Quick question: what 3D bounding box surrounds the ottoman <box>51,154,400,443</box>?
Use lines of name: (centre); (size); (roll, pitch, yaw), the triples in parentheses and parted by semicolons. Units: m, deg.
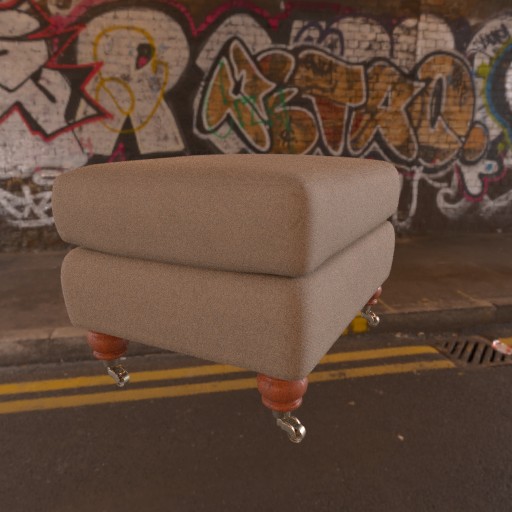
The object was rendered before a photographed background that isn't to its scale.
ottoman: (0.000, 0.000, 1.125); (0.569, 0.504, 0.773); (7, 15, 27)
